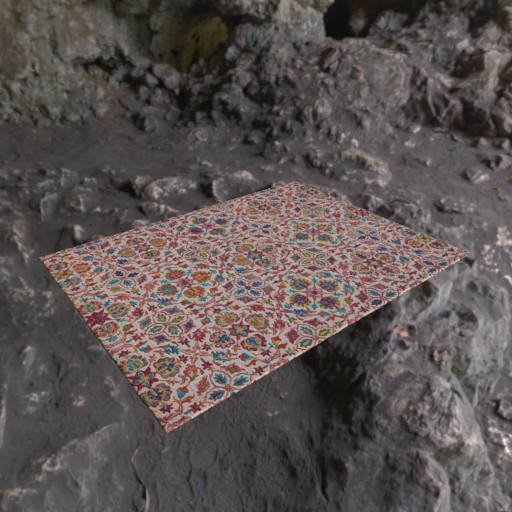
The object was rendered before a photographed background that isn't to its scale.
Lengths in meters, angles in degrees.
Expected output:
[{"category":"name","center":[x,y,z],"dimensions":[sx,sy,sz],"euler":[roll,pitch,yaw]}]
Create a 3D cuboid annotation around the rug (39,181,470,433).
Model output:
[{"category":"rug","center":[0.000,0.000,4.142],"dimensions":[3.215,0.020,2.446],"euler":[-22,37,-33]}]
